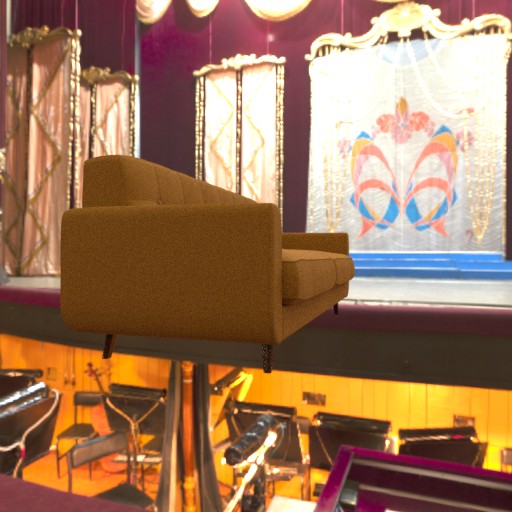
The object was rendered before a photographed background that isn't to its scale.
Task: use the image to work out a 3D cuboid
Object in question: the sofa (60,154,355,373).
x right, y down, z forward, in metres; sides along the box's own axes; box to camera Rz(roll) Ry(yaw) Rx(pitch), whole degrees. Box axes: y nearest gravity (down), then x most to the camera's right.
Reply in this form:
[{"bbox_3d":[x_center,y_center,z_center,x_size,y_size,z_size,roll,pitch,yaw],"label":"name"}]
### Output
[{"bbox_3d":[0.000,0.000,2.506,0.909,0.841,2.029,0,0,19],"label":"sofa"}]
